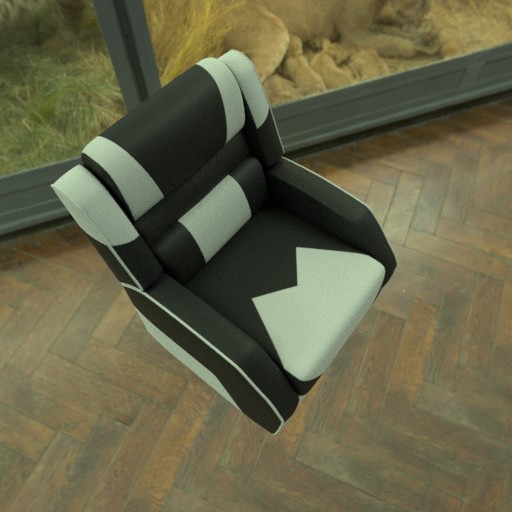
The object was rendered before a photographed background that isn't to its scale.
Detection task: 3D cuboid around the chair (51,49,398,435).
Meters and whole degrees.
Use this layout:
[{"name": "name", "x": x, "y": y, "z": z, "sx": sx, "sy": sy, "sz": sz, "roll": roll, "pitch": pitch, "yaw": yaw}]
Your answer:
[{"name": "chair", "x": 0.000, "y": 0.000, "z": 1.280, "sx": 0.672, "sy": 0.805, "sz": 0.620, "roll": 34, "pitch": 65, "yaw": 19}]
